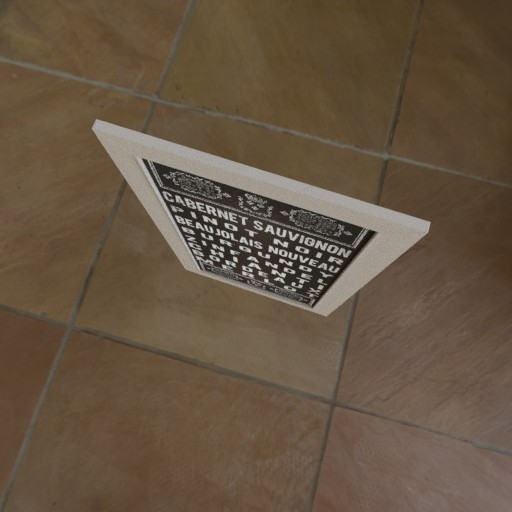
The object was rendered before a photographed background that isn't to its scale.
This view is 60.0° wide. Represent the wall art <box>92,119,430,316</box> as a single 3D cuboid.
[{"bbox_3d":[0.000,0.000,0.806,0.380,0.683,0.013,18,76,5],"label":"wall art"}]
